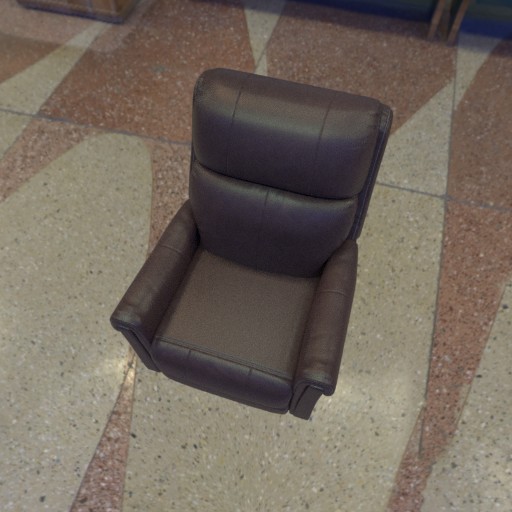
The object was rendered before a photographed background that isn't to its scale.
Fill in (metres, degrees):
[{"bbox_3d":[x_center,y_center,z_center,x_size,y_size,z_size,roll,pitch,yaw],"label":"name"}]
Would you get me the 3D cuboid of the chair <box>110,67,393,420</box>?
[{"bbox_3d":[0.000,0.000,1.797,0.838,1.054,1.014,15,60,9],"label":"chair"}]
